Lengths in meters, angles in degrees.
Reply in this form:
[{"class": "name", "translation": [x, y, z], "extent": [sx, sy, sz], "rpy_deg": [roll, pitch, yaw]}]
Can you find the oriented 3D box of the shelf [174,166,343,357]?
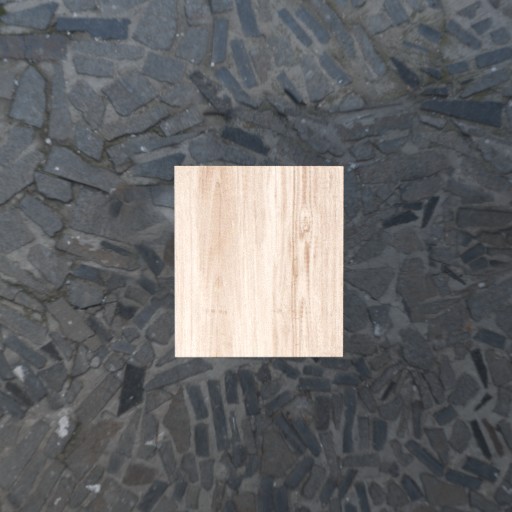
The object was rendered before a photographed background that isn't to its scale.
[{"class": "shelf", "translation": [0.000, 0.000, 2.163], "extent": [0.450, 1.960, 0.510], "rpy_deg": [0, 91, 0]}]
